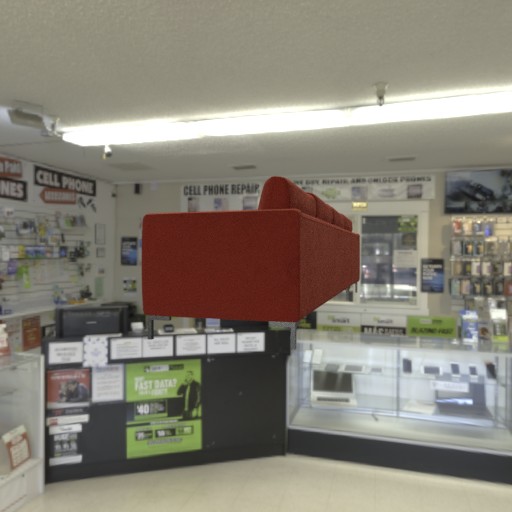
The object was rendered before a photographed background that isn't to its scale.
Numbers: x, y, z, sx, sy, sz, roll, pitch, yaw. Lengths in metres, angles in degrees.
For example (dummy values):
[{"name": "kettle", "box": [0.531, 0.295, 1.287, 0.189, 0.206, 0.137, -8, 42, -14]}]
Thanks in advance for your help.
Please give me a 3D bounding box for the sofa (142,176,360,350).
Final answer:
[{"name": "sofa", "box": [0.000, 0.000, 2.932, 1.136, 0.663, 2.467, 0, 1, 18]}]
